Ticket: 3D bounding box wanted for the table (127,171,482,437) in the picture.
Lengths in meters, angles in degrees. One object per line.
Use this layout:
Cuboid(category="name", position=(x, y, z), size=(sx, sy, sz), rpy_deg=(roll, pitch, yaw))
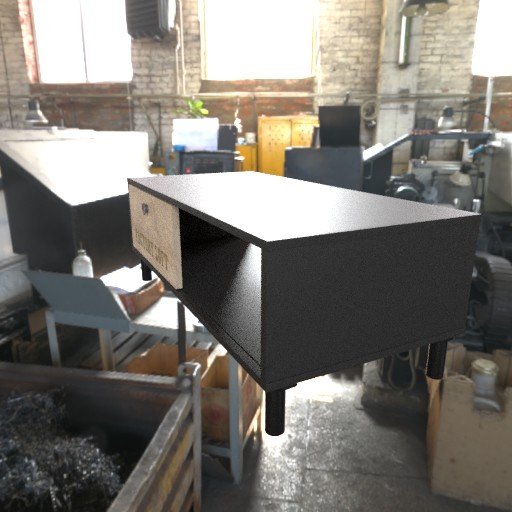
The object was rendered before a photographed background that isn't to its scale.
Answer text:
Cuboid(category="table", position=(0.000, 0.000, 1.361), size=(0.550, 0.400, 1.100), rpy_deg=(-8, 18, -26))
